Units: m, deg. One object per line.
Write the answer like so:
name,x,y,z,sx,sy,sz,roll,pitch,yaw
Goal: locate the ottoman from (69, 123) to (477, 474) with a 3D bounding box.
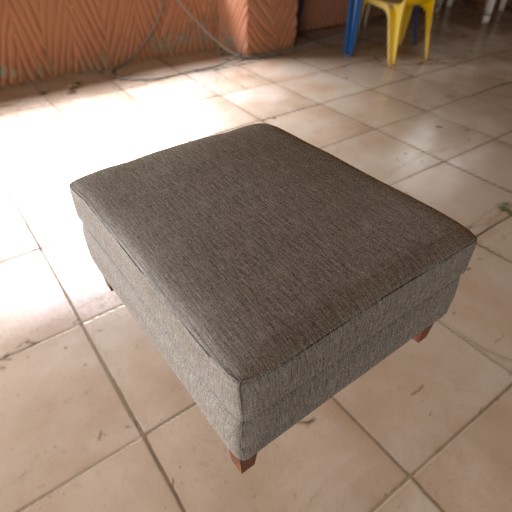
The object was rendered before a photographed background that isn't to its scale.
ottoman,0.000,0.000,1.451,0.839,0.492,0.994,-26,46,-27
